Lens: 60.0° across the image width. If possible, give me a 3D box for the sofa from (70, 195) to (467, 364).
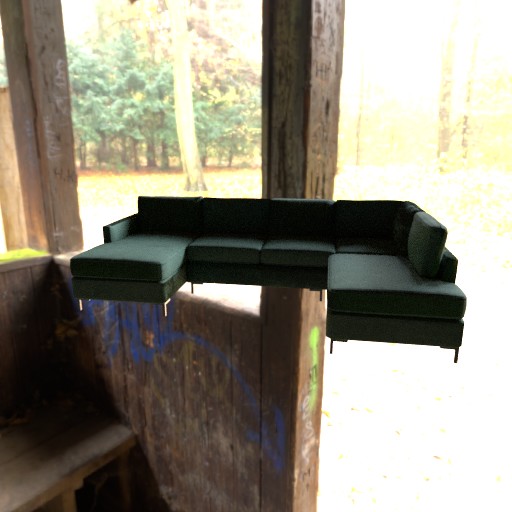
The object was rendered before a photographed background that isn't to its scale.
[{"bbox_3d":[0.000,0.000,4.397,3.434,0.992,2.055,2,15,9],"label":"sofa"}]
